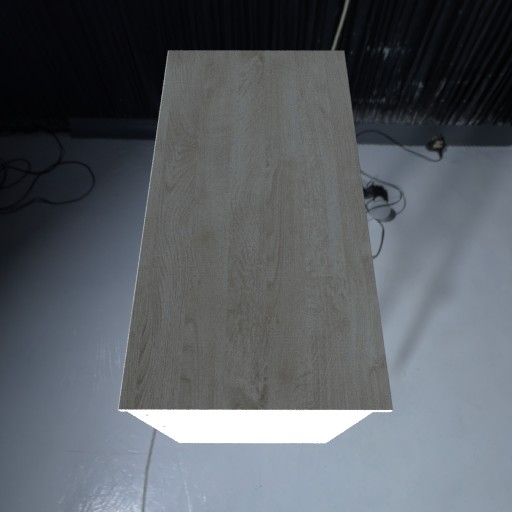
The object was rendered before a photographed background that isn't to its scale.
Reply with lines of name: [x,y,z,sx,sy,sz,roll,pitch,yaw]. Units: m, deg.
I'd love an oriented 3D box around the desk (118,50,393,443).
desk: [0.000,0.000,1.480,0.560,0.730,1.096,0,62,0]
